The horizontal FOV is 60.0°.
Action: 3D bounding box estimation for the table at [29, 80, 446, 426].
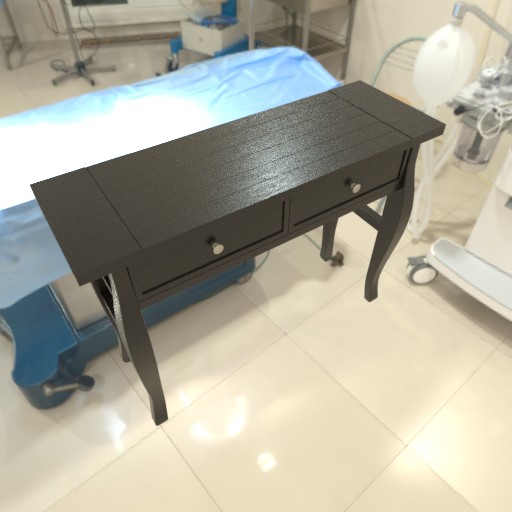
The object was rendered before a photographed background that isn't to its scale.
[{"bbox_3d":[0.000,0.000,1.428,1.062,0.768,0.373,-25,50,-23],"label":"table"}]
